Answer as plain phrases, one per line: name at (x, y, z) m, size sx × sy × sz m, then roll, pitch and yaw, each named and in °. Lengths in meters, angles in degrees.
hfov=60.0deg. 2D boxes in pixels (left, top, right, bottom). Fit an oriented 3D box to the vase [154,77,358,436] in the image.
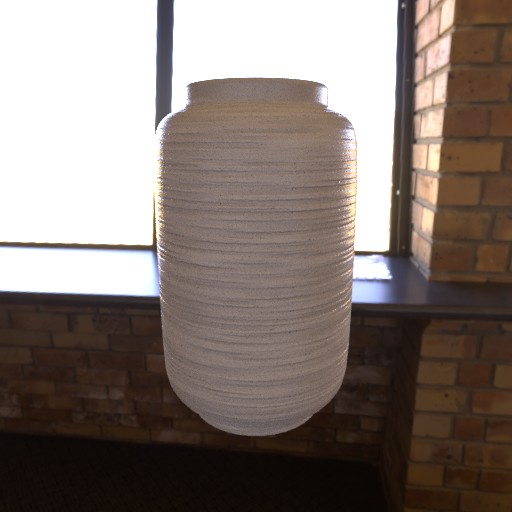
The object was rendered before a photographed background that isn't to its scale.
vase at (0.000, 0.000, 0.467) m, size 0.202 × 0.335 × 0.202 m, roll 0°, pitch 14°, yaw 0°
